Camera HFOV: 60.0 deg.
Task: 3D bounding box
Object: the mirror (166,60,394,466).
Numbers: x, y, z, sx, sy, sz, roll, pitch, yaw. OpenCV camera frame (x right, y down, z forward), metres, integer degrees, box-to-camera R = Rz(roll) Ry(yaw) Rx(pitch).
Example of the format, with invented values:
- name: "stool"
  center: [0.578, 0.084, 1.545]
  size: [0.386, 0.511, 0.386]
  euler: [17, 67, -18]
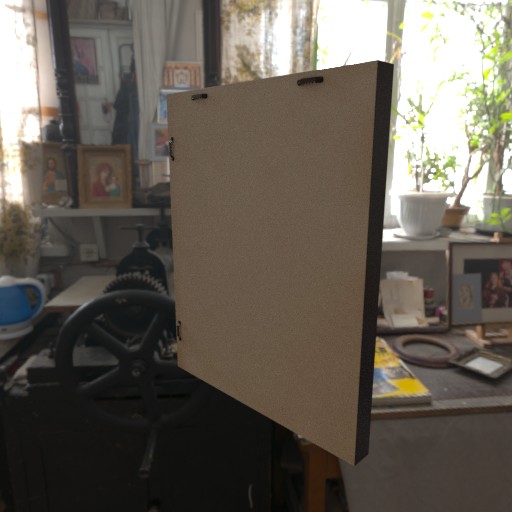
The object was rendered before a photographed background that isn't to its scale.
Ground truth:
- name: "mirror"
  center: [0.000, 0.000, 0.687]
  size: [0.041, 0.508, 0.405]
  euler: [-13, 18, -43]
